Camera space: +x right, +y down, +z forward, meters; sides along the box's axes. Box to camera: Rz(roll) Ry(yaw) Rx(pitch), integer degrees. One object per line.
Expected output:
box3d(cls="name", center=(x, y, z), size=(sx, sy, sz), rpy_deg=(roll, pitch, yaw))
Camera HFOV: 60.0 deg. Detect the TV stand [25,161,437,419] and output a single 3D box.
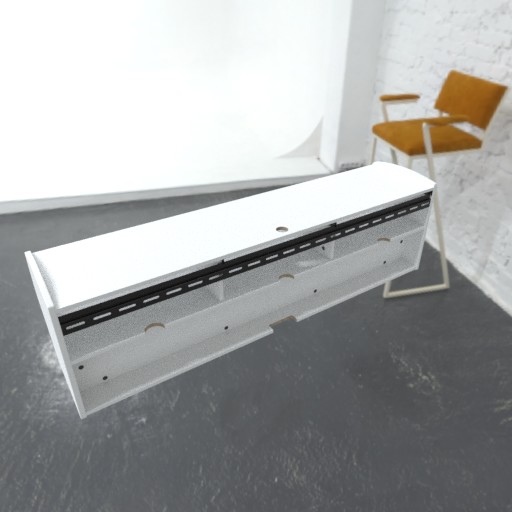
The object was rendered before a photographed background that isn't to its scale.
box3d(cls="TV stand", center=(0.000, 0.000, 1.666), size=(1.473, 0.424, 0.397), rpy_deg=(-19, 36, -28))
